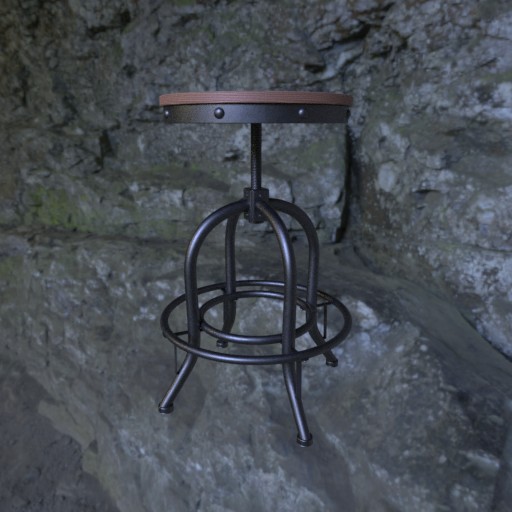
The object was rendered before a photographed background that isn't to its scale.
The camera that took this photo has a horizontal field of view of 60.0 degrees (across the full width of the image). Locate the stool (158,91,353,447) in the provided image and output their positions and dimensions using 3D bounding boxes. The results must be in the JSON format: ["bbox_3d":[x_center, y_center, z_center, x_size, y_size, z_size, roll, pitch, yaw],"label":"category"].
[{"bbox_3d":[0.000,0.000,0.903,0.439,0.609,0.439,-8,18,-25],"label":"stool"}]
